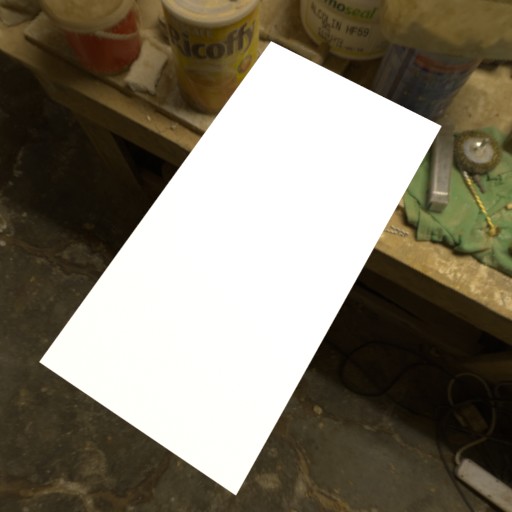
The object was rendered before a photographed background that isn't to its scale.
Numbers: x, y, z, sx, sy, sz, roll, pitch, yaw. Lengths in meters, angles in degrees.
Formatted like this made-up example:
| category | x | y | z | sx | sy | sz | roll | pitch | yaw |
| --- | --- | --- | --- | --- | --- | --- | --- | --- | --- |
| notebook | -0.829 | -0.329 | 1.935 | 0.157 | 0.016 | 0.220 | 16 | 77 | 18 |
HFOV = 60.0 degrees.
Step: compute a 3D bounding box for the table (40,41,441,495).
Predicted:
| category | x | y | z | sx | sy | sz | roll | pitch | yaw |
| --- | --- | --- | --- | --- | --- | --- | --- | --- | --- |
| table | 0.000 | 0.000 | 1.470 | 0.609 | 0.432 | 1.194 | 30 | 76 | 8 |
